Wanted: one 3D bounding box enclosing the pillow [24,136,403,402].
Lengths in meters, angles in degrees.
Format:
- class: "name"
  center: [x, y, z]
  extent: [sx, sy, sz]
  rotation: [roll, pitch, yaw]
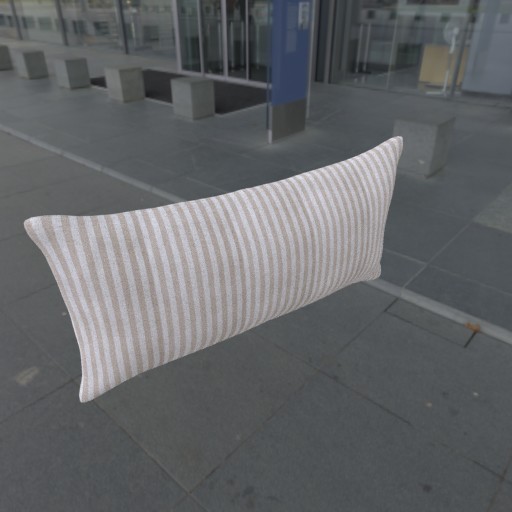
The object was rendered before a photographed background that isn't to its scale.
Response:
- class: "pillow"
  center: [0.000, 0.000, 0.710]
  extent: [0.617, 0.295, 0.151]
  rotation: [-19, 36, -28]
